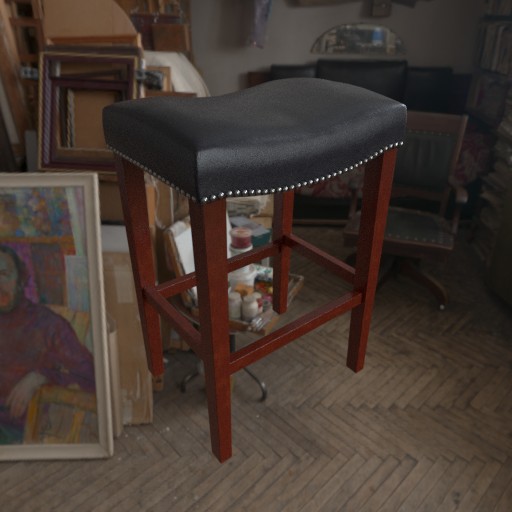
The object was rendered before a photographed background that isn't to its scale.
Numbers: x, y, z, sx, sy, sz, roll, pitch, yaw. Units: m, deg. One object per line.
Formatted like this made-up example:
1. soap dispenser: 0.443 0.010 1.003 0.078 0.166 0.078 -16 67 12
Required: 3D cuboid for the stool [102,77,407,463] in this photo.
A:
1. stool: 0.000 0.000 1.051 0.504 0.742 0.372 -21 37 -32
